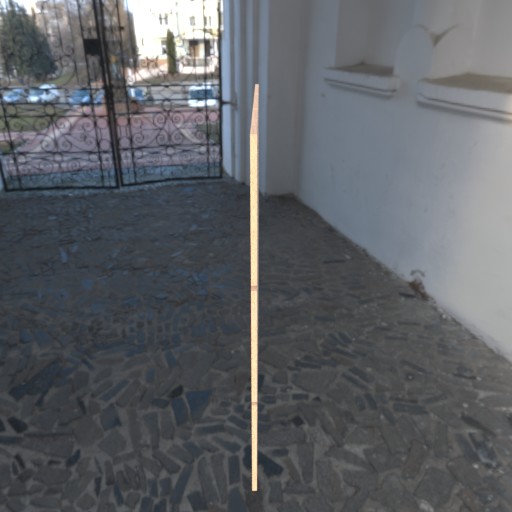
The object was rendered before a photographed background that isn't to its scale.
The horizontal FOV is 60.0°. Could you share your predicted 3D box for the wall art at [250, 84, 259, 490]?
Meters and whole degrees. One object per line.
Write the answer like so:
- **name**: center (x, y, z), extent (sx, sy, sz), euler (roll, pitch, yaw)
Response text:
- **wall art**: center (0.000, 0.000, 1.809), extent (0.016, 1.207, 1.217), euler (0, 26, 0)
